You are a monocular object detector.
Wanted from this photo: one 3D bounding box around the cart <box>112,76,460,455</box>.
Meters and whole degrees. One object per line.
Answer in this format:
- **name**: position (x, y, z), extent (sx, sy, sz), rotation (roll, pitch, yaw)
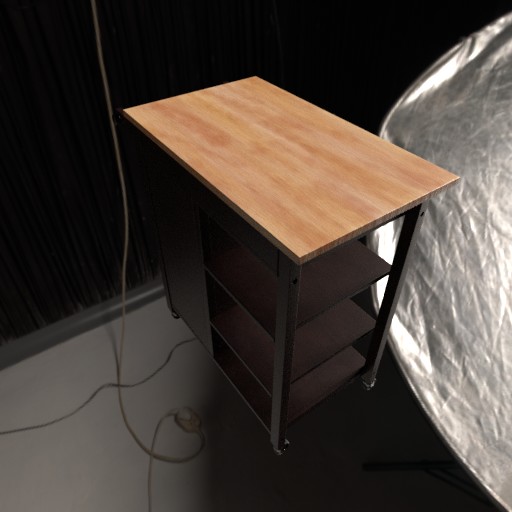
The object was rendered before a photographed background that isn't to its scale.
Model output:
- **cart**: position (0.000, 0.000, 1.459), extent (0.472, 0.878, 0.914), rotation (-25, 47, -26)
